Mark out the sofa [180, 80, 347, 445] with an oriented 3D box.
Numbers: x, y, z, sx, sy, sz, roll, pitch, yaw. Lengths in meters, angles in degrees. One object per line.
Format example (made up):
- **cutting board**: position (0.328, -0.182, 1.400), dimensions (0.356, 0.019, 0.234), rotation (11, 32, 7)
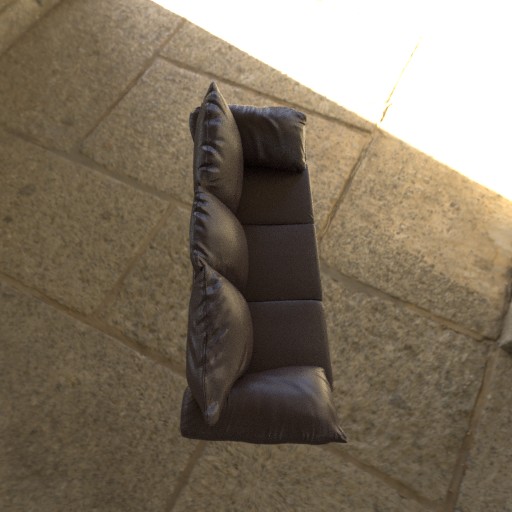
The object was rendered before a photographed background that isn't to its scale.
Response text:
- **sofa**: position (0.000, 0.000, 2.989), dimensions (0.907, 1.091, 2.390), rotation (-2, 63, -1)
